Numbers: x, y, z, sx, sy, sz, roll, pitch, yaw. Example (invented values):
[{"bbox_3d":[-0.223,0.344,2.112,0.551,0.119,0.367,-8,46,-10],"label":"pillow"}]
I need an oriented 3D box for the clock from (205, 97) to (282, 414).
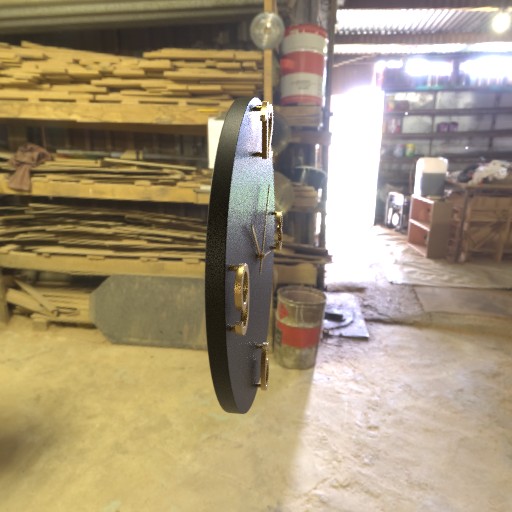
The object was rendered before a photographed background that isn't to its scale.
[{"bbox_3d":[0.000,0.000,0.673,0.038,0.454,0.454,2,15,8],"label":"clock"}]
